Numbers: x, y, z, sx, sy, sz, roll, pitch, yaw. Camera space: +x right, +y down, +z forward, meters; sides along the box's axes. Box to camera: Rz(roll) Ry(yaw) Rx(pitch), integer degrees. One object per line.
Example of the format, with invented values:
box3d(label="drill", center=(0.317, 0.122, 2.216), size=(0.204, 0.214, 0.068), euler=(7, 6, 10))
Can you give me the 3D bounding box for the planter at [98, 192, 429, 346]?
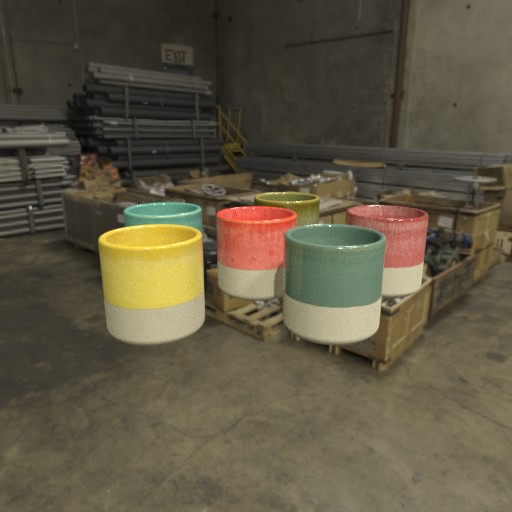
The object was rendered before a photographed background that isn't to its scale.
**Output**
box3d(label="planter", center=(0.000, 0.000, 0.408), size=(0.257, 0.075, 0.286), euler=(15, 22, 42))
